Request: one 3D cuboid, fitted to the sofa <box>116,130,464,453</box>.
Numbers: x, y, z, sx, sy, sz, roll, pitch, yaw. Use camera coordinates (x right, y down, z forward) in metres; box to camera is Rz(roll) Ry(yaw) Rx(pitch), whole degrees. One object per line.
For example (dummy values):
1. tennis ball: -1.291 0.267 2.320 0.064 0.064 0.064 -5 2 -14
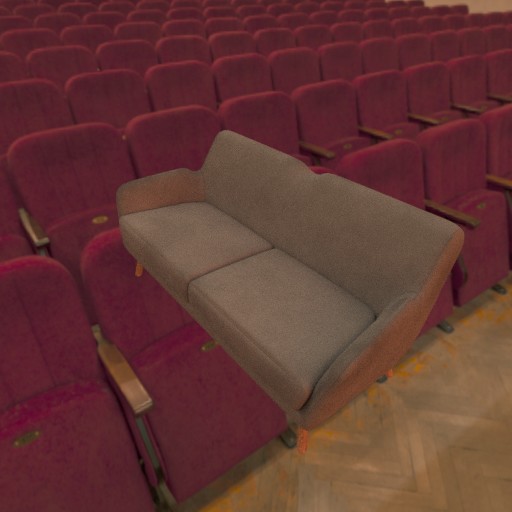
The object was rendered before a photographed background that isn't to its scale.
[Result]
1. sofa: 0.000 0.000 2.296 0.850 0.810 1.870 -22 38 -31
